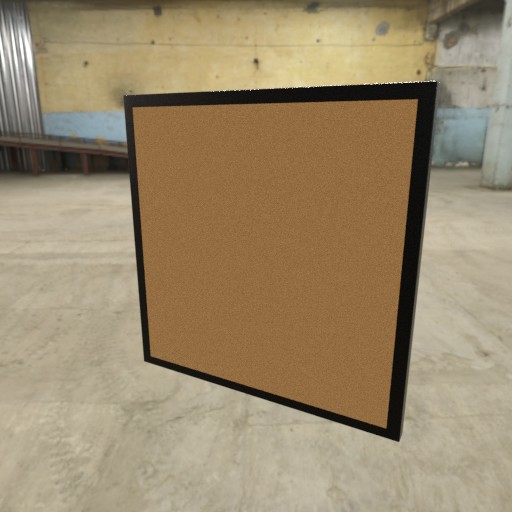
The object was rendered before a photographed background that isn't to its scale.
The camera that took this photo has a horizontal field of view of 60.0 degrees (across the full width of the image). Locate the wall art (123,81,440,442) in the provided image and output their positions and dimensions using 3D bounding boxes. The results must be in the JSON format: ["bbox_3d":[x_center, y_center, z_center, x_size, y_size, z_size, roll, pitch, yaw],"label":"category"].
[{"bbox_3d":[0.000,0.000,1.081,0.755,0.761,0.038,9,18,27],"label":"wall art"}]
